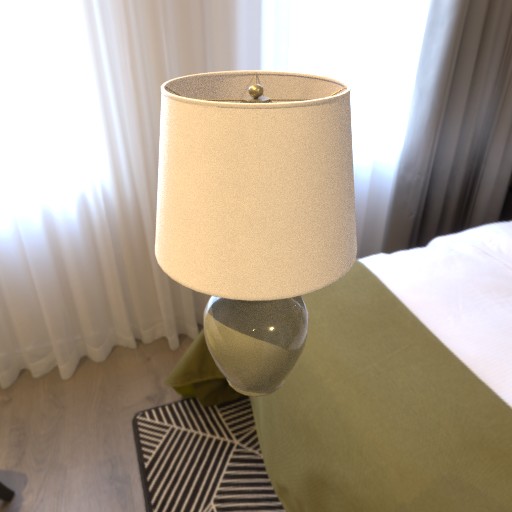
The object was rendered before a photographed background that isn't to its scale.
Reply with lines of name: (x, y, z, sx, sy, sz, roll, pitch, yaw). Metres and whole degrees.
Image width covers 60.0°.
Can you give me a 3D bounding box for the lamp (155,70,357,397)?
lamp: (0.000, 0.000, 0.545, 0.239, 0.399, 0.239, 0, 30, 0)
